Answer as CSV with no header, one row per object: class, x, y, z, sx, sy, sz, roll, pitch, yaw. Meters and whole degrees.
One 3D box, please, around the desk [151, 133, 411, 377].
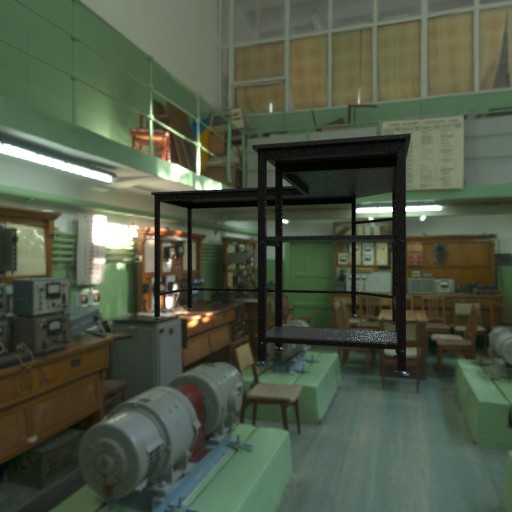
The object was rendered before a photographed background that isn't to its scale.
desk,0.000,0.000,2.195,1.379,0.739,1.379,0,0,16
